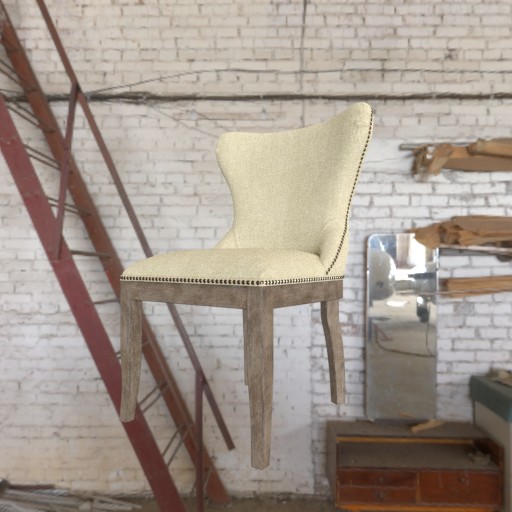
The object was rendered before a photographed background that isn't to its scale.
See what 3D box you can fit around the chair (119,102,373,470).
[{"bbox_3d":[0.000,0.000,1.459,0.654,1.002,0.681,0,-1,37],"label":"chair"}]
